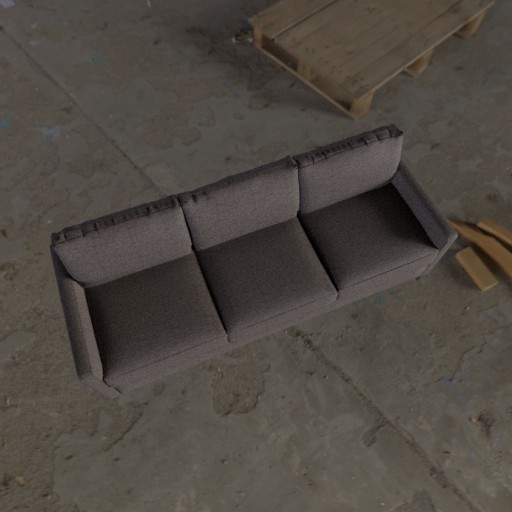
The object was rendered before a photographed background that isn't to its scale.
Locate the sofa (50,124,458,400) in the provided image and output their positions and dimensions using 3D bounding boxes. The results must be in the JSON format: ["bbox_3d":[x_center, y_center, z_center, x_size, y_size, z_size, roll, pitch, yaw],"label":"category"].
[{"bbox_3d":[0.000,0.000,2.714,2.253,0.882,0.876,-20,64,-10],"label":"sofa"}]
